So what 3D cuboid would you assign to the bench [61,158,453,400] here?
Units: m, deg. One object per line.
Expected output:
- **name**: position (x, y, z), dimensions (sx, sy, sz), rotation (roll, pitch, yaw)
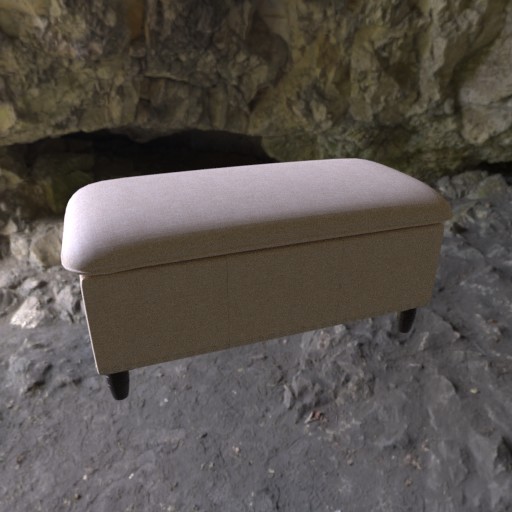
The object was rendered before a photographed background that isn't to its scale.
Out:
- **bench**: position (0.000, 0.000, 1.285), dimensions (0.991, 0.483, 0.483), rotation (-9, 27, -18)
